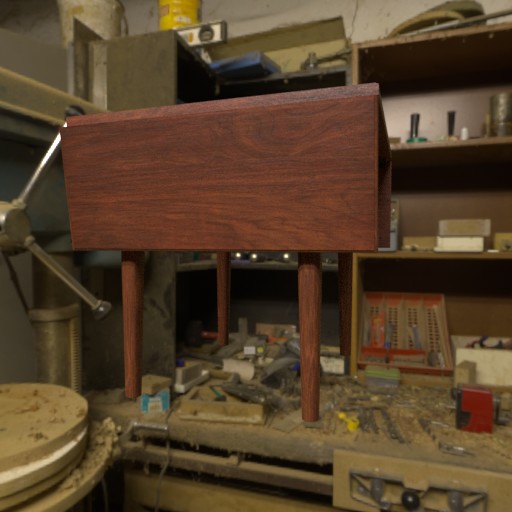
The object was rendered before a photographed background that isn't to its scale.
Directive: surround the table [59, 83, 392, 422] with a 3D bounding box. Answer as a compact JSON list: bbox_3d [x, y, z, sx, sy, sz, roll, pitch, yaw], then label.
[{"bbox_3d":[0.000,0.000,1.444,0.812,0.763,0.843,1,2,19],"label":"table"}]
